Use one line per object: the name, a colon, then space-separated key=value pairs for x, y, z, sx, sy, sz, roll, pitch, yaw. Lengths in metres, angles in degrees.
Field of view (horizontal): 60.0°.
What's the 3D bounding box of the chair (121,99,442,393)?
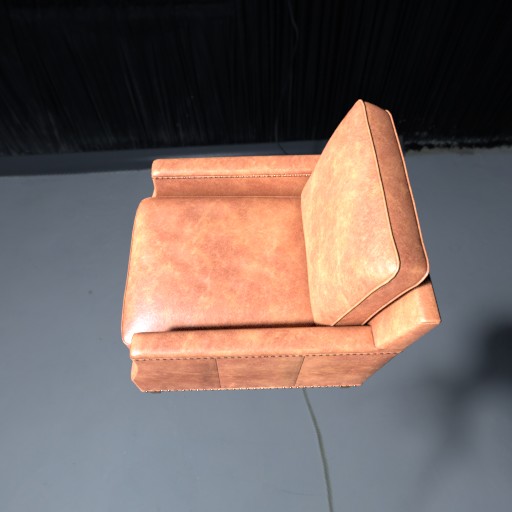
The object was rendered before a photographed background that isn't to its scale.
chair: x=0.000 y=0.000 z=1.712 sx=1.014 sy=0.943 sz=0.853 roll=-1 pitch=60 yaw=-1
